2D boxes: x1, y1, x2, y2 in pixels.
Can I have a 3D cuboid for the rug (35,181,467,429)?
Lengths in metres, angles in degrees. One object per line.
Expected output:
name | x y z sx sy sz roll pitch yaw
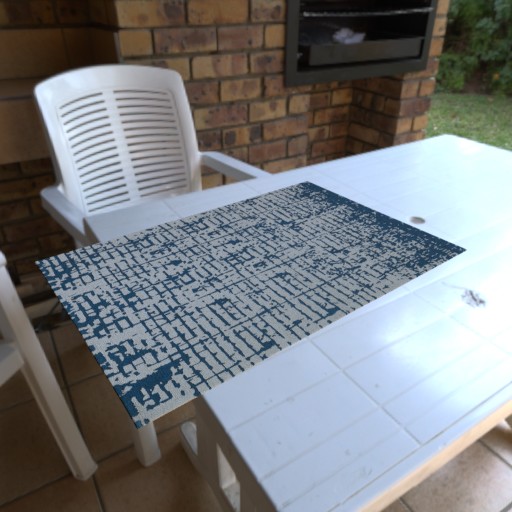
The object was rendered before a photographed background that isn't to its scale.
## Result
rug | 0.000 0.000 2.249 1.828 0.007 1.220 -21 37 -31
